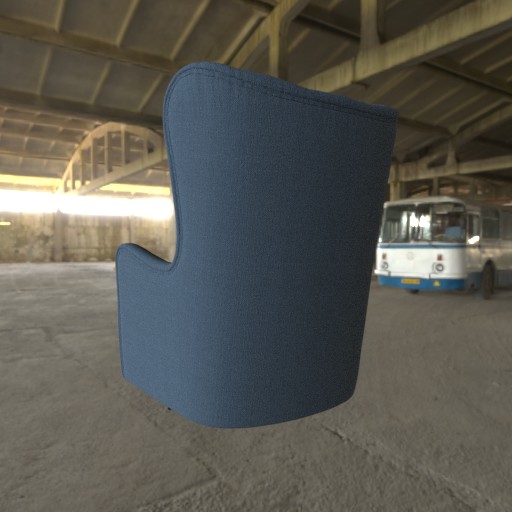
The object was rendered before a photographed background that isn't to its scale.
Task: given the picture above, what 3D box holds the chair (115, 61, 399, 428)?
[{"bbox_3d":[0.000,0.000,1.660,0.831,1.079,0.930,-1,2,-34],"label":"chair"}]
